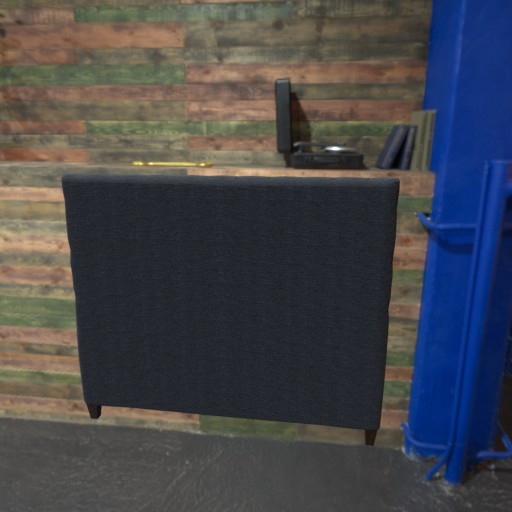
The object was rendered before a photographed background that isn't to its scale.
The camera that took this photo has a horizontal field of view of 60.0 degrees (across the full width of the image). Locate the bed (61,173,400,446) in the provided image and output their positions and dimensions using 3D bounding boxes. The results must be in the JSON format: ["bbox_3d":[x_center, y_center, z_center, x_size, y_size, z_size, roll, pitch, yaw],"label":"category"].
[{"bbox_3d":[0.000,0.000,3.429,1.698,1.427,2.387,2,15,8],"label":"bed"}]
